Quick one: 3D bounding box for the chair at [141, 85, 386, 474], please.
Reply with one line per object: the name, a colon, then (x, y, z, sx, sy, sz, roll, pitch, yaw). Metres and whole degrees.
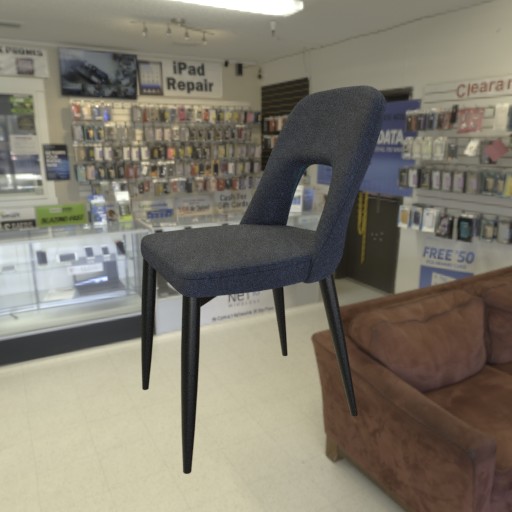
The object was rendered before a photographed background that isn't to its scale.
chair: (0.000, 0.000, 1.270, 0.612, 0.931, 0.470, -8, 17, -26)
